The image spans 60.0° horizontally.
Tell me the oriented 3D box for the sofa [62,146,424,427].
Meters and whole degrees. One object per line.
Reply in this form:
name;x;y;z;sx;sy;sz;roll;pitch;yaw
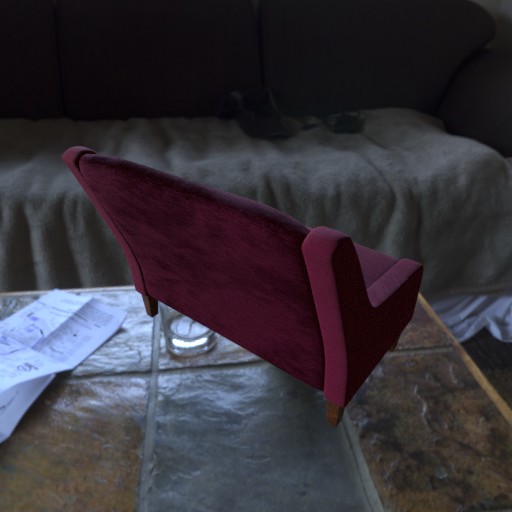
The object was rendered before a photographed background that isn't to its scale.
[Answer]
sofa;0.000;0.000;1.980;1.242;0.976;0.946;22;38;32
